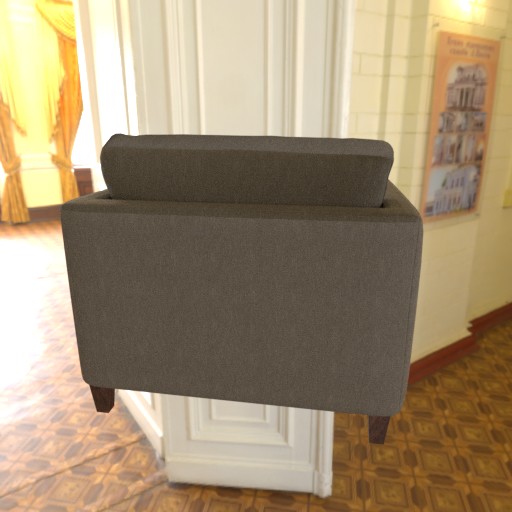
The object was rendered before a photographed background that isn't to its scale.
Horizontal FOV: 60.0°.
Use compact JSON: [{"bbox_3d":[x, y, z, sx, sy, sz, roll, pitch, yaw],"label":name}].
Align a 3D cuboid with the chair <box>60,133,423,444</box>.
[{"bbox_3d":[0.000,0.000,1.785,1.107,0.963,0.959,3,17,9],"label":"chair"}]
